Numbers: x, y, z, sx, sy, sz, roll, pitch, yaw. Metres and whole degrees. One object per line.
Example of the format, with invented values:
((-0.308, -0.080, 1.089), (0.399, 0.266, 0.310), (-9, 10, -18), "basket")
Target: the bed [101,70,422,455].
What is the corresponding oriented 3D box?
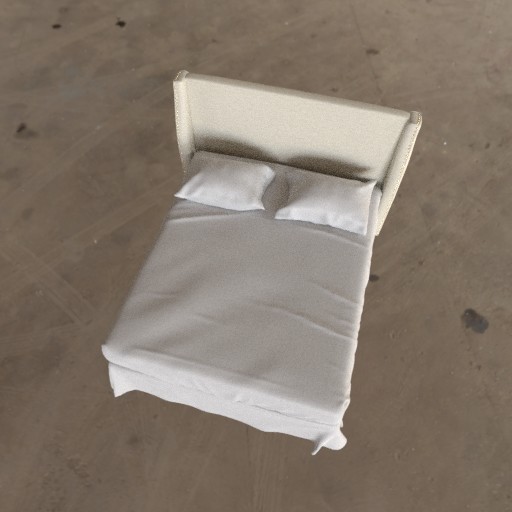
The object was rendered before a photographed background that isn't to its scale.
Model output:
((0.000, 0.000, 3.343), (1.925, 1.332, 2.276), (13, 59, 8), "bed")
